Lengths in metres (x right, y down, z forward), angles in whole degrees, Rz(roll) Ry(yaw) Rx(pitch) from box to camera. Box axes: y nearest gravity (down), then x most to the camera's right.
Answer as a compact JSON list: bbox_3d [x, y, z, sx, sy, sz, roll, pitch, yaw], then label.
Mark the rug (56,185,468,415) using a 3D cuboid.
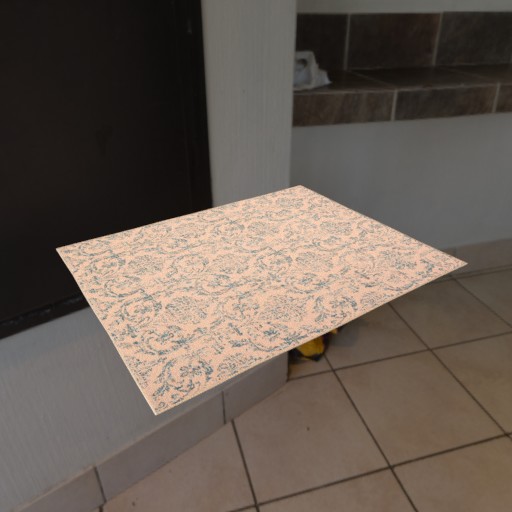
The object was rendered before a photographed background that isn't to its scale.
[{"bbox_3d":[0.000,0.000,4.084,2.980,0.012,2.363,-19,35,-29],"label":"rug"}]
